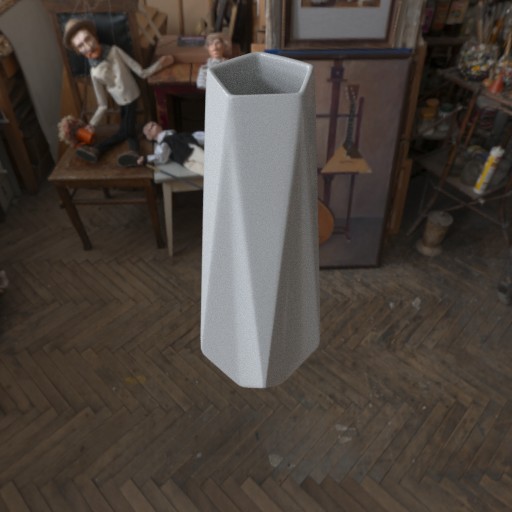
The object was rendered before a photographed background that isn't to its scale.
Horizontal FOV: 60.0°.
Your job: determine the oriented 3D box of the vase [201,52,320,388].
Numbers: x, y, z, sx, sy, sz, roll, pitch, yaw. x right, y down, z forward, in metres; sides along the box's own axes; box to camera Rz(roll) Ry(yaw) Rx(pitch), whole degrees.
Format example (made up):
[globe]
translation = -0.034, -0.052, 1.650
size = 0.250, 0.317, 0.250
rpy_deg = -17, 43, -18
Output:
[vase]
translation = 0.000, 0.000, 0.392
size = 0.122, 0.329, 0.116
rpy_deg = -31, 53, -27
